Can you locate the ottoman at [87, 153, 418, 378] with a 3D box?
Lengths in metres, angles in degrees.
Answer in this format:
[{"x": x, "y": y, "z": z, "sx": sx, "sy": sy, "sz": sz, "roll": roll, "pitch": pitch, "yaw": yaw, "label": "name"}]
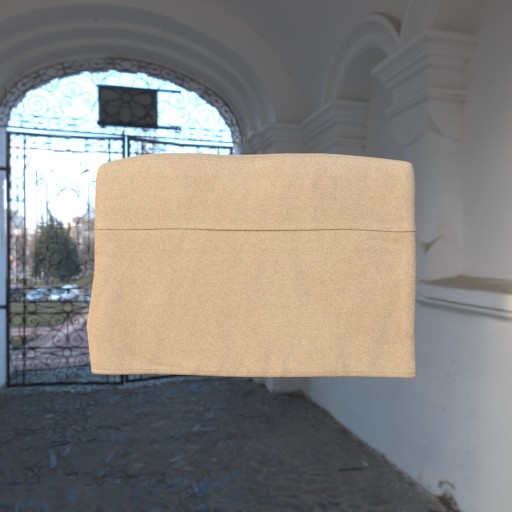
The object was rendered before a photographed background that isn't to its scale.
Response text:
[{"x": 0.000, "y": 0.000, "z": 1.190, "sx": 0.590, "sy": 0.444, "sz": 0.872, "roll": 0, "pitch": 1, "yaw": 1, "label": "ottoman"}]
